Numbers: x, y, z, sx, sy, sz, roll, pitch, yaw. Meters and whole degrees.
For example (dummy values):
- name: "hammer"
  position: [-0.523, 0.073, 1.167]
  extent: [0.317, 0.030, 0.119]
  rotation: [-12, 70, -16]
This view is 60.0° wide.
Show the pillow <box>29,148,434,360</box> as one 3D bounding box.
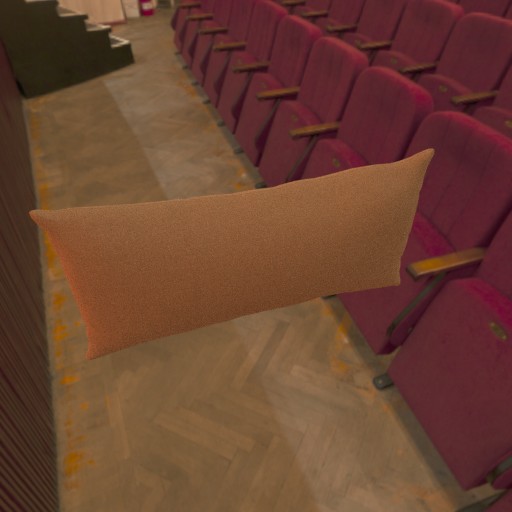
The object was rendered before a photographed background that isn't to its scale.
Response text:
- name: "pillow"
  position: [0.000, 0.000, 0.732]
  extent: [0.612, 0.308, 0.148]
  rotation: [-12, 42, -13]
